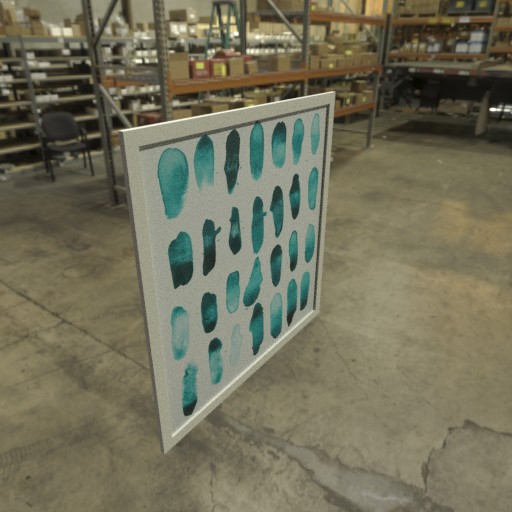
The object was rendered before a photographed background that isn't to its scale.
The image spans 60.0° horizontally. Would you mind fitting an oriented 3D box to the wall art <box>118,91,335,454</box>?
[{"bbox_3d":[0.000,0.000,1.257,0.013,0.813,0.812,18,31,32],"label":"wall art"}]
